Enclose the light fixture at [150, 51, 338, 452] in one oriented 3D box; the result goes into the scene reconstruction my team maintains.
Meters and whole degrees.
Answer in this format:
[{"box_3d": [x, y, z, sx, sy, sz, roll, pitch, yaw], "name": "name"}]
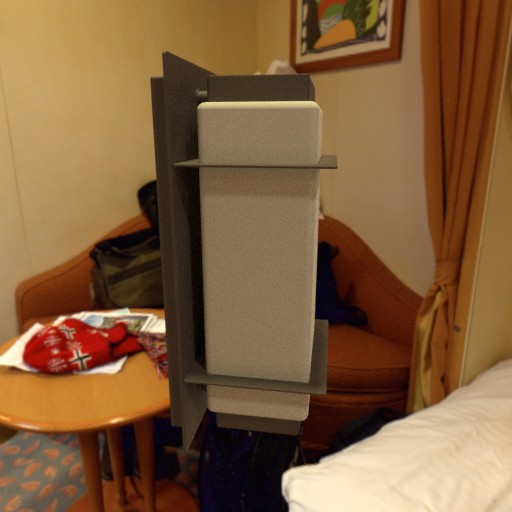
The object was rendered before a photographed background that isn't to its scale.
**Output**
[{"box_3d": [0.000, 0.000, 0.431, 0.146, 0.347, 0.153, 3, 16, 9], "name": "light fixture"}]
